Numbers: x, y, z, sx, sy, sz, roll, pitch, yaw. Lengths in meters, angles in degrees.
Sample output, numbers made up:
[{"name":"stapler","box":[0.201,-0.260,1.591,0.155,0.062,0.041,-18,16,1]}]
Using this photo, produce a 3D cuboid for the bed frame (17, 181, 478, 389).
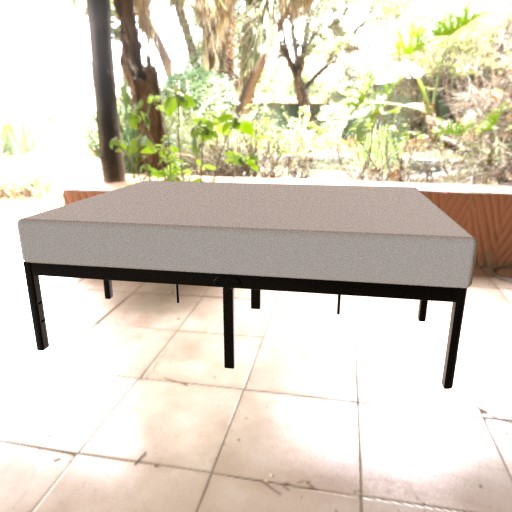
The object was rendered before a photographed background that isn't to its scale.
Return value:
[{"name":"bed frame","box":[0.000,0.000,2.579,1.956,0.659,1.408,3,17,10]}]
